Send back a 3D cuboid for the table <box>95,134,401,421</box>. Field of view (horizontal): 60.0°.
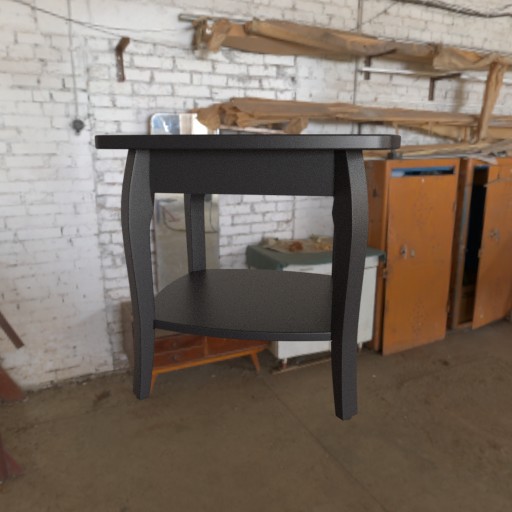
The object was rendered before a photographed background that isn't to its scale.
[{"bbox_3d":[0.000,0.000,0.876,0.508,0.457,0.457,2,15,9],"label":"table"}]
